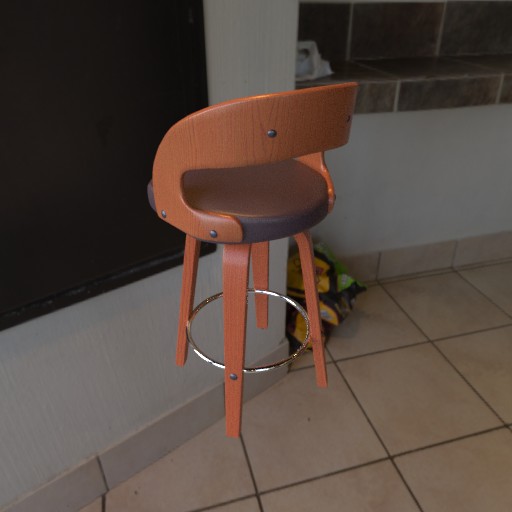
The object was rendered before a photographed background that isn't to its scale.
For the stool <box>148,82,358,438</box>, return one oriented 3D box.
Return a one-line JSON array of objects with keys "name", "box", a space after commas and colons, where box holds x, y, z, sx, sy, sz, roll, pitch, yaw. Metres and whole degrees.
[{"name": "stool", "box": [0.000, 0.000, 1.206, 0.457, 0.940, 0.457, -19, 36, -29]}]
